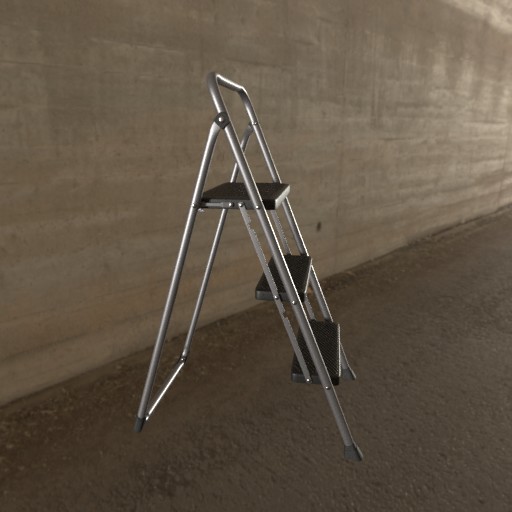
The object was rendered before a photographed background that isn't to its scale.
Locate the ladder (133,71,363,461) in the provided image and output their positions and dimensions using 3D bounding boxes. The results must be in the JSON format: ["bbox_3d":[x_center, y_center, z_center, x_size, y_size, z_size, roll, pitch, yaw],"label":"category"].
[{"bbox_3d":[0.000,0.000,1.260,0.629,0.945,0.430,3,16,9],"label":"ladder"}]
